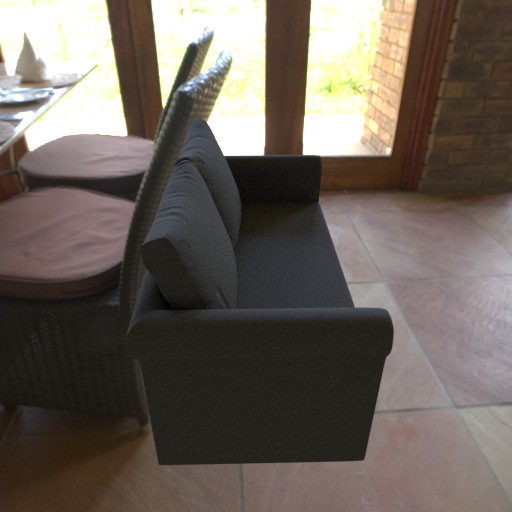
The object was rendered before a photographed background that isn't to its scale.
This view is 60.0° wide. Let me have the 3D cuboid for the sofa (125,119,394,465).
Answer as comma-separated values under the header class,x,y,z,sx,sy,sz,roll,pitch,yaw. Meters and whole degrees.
class,x,y,z,sx,sy,sz,roll,pitch,yaw
sofa,0.000,0.000,1.908,0.741,0.872,1.460,-1,32,-1
